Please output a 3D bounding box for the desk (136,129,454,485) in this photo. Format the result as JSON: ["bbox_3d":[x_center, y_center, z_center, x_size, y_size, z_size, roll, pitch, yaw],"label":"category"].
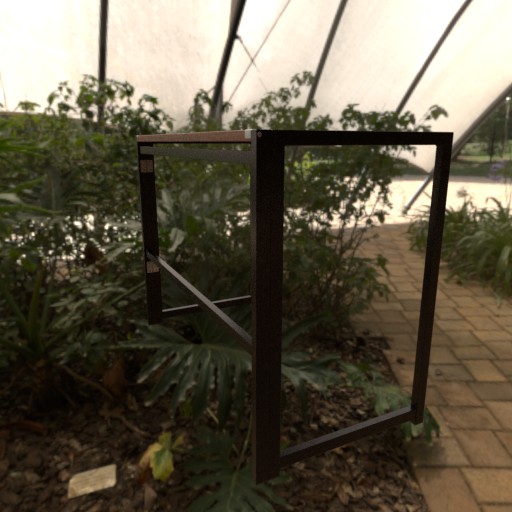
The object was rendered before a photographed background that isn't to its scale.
[{"bbox_3d":[0.000,0.000,1.437,0.508,0.762,1.016,-7,16,-26],"label":"desk"}]
